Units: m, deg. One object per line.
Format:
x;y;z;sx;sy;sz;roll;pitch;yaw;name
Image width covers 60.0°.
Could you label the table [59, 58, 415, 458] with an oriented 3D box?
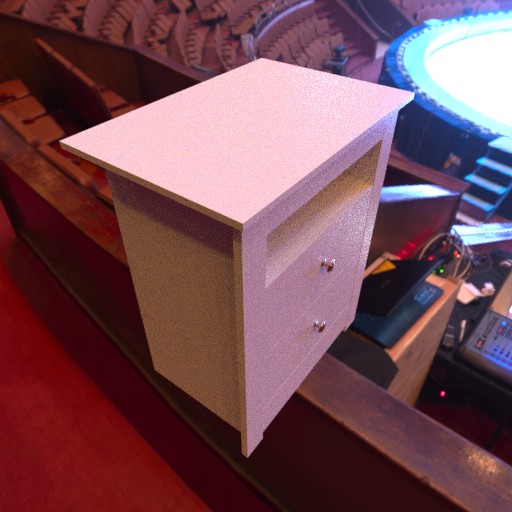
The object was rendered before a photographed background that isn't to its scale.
0.000;0.000;1.081;0.406;0.711;0.589;26;47;27;table
